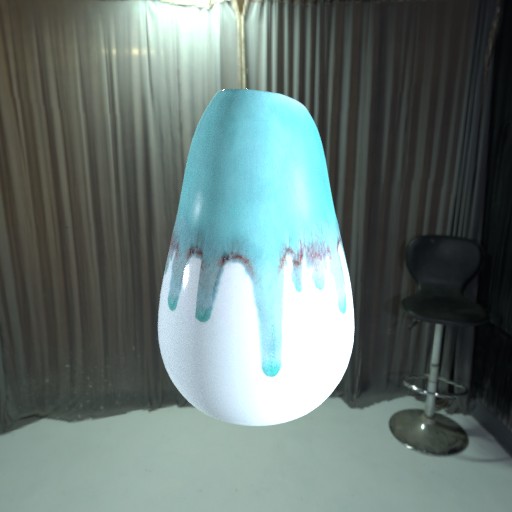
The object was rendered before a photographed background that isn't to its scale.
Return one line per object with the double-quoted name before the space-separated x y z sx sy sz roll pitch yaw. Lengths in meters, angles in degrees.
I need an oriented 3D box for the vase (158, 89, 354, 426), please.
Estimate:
"vase" 0.000 0.000 0.258 0.116 0.179 0.116 0 14 0
